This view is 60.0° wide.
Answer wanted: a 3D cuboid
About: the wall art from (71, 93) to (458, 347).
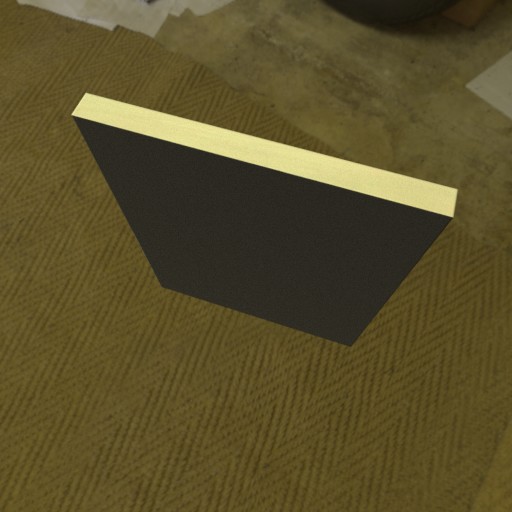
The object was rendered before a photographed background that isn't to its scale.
[{"bbox_3d":[0.000,0.000,0.823,0.489,0.608,0.040,17,66,8],"label":"wall art"}]
